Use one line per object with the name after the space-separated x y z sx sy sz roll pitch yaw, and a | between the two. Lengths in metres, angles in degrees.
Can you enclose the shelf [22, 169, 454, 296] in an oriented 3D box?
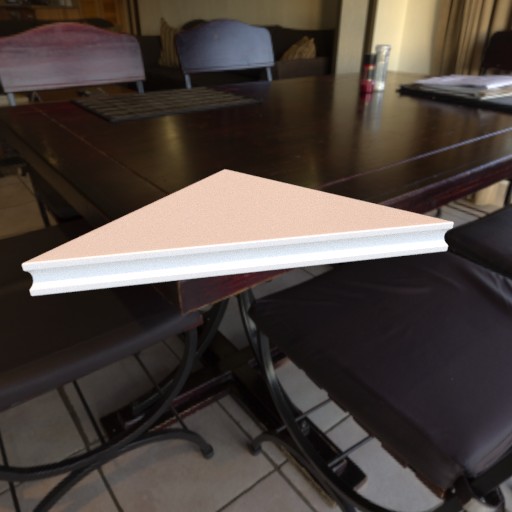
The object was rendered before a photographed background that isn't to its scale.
0.000 0.000 0.430 0.296 0.035 0.296 18 35 28 | shelf
